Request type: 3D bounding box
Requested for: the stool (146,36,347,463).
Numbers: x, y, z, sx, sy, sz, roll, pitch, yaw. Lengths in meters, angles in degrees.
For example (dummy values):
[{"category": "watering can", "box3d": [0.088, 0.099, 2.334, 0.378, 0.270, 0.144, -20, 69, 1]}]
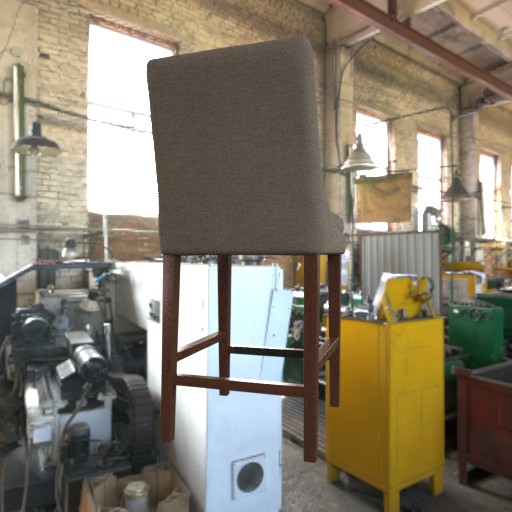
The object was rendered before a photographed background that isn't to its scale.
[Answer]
[{"category": "stool", "box3d": [0.000, 0.000, 1.286, 0.470, 0.981, 0.577, 0, 0, 18]}]
